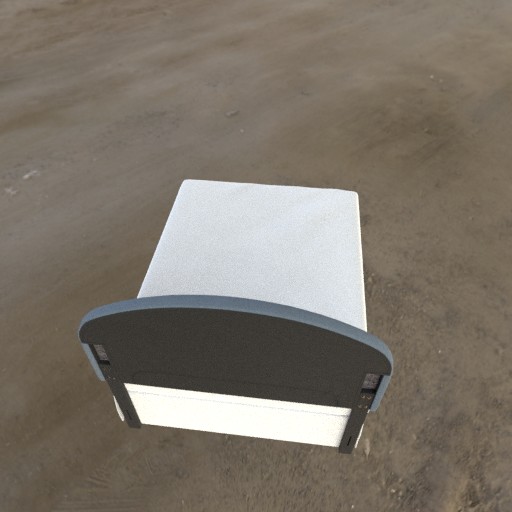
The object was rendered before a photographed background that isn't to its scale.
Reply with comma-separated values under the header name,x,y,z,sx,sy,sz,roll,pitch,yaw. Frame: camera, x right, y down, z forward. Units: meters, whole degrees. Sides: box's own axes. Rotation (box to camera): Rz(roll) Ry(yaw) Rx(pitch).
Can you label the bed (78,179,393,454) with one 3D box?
name,x,y,z,sx,sy,sz,roll,pitch,yaw
bed,0.000,0.000,3.049,1.607,1.410,2.005,5,46,5
